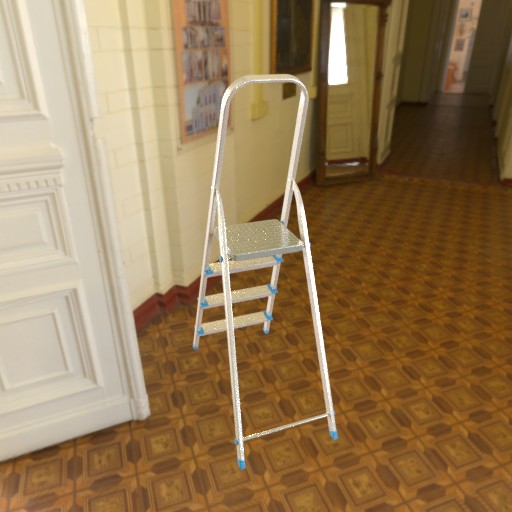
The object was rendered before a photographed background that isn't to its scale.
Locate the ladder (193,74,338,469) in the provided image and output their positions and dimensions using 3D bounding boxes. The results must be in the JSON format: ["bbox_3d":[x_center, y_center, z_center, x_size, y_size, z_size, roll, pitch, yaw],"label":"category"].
[{"bbox_3d":[0.000,0.000,1.866,0.445,1.434,0.842,-9,28,-18],"label":"ladder"}]
